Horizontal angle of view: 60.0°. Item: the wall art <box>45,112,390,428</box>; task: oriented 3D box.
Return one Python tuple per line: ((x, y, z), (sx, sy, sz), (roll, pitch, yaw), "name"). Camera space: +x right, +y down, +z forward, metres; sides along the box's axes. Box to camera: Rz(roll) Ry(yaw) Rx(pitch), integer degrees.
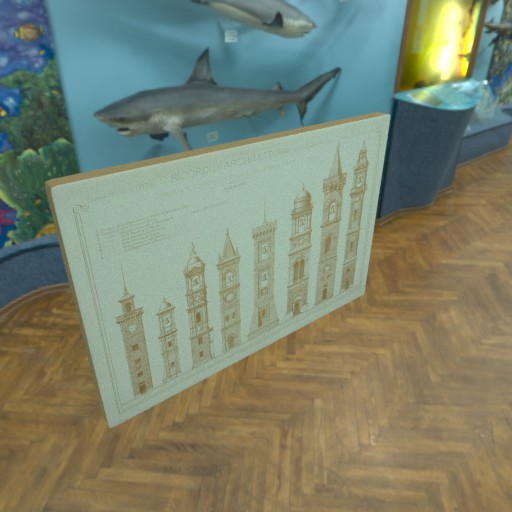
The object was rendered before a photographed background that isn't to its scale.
((0.000, 0.000, 0.482), (0.380, 0.254, 0.019), (-21, 36, -32), "wall art")
